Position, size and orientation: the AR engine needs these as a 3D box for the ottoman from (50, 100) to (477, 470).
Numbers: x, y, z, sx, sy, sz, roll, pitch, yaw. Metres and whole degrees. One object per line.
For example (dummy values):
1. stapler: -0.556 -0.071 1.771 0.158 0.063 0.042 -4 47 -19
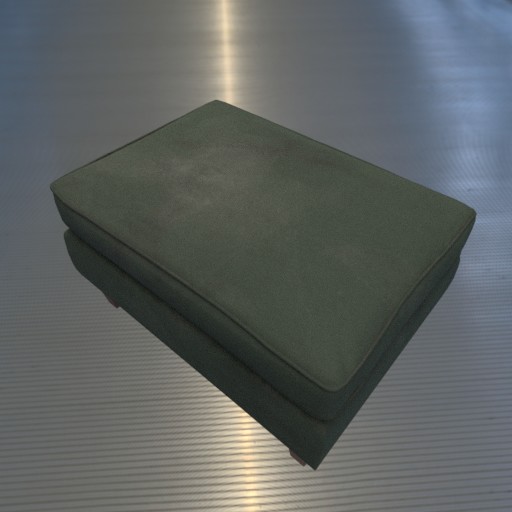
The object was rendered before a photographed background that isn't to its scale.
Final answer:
1. ottoman: 0.000 0.000 1.188 0.864 0.495 0.632 32 54 27
